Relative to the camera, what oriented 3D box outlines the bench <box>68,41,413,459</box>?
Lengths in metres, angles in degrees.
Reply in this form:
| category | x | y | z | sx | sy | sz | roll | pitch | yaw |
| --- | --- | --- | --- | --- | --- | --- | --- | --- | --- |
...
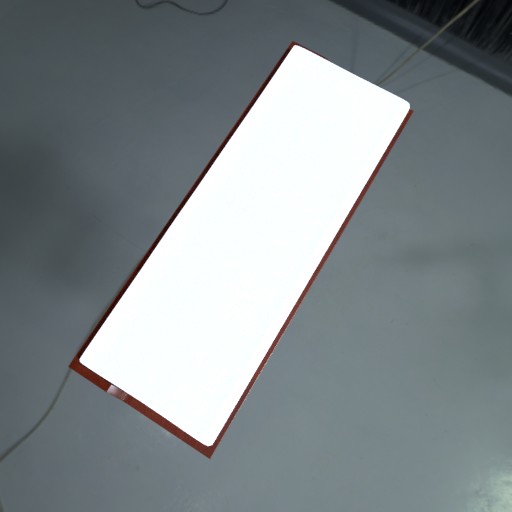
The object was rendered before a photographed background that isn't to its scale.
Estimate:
| category | x | y | z | sx | sy | sz | roll | pitch | yaw |
| --- | --- | --- | --- | --- | --- | --- | --- | --- | --- |
| bench | 0.000 | 0.000 | 1.333 | 0.369 | 0.646 | 0.987 | 30 | 78 | 7 |
